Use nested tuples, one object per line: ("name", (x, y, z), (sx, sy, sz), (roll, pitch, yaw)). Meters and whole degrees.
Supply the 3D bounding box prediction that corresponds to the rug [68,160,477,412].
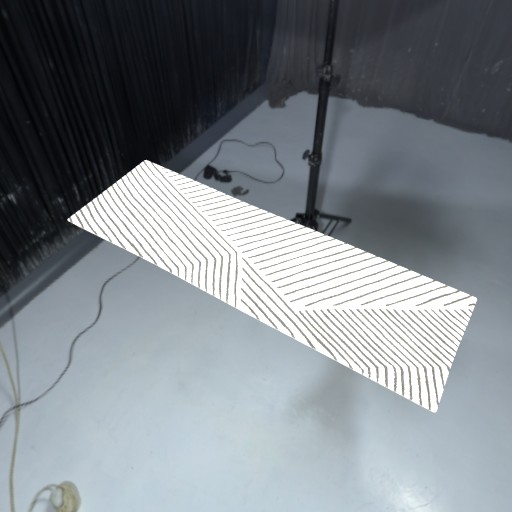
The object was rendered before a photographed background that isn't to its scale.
("rug", (0.000, 0.000, 2.693), (2.439, 0.020, 0.773), (25, 53, 21))
